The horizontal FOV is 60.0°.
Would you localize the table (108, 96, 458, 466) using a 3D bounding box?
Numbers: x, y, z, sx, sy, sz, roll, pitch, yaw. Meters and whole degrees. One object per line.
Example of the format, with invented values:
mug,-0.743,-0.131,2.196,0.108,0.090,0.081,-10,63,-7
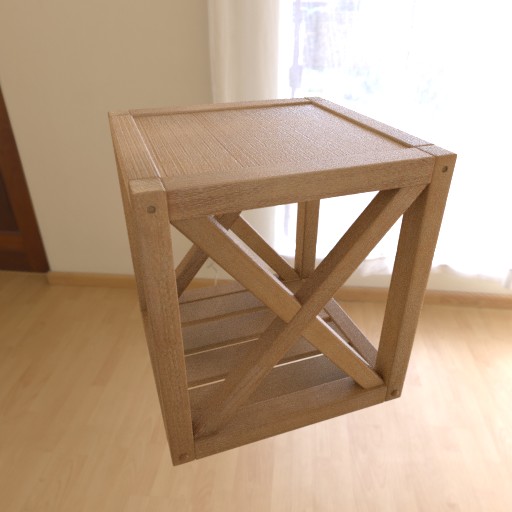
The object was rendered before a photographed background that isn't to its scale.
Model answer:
table,0.000,0.000,1.069,0.559,0.610,0.558,-10,32,-17
